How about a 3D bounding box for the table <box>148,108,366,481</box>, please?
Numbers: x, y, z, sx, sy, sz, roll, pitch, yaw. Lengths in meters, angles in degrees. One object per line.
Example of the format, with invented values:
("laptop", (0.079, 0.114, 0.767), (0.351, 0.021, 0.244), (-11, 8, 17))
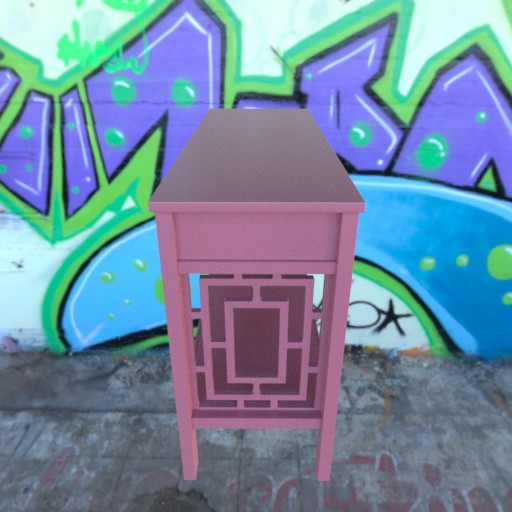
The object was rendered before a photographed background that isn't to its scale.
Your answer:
("table", (0.000, 0.000, 1.429), (0.397, 0.753, 1.068), (0, 27, 0))
